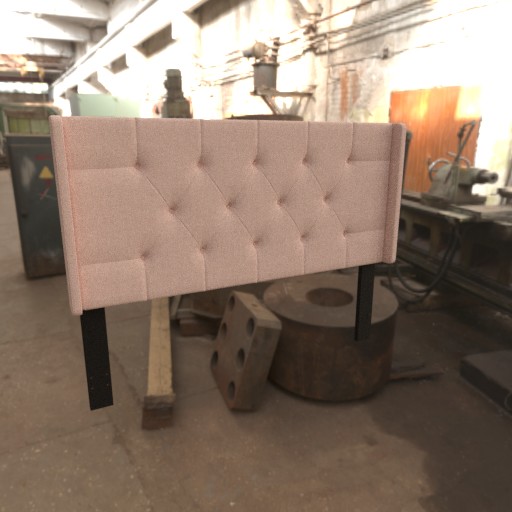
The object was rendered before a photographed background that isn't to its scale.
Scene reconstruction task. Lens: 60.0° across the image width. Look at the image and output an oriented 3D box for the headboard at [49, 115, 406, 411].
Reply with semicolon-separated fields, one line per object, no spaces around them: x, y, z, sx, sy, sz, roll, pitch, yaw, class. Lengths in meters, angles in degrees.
0.000;0.000;2.598;2.051;1.524;0.184;-8;17;-27;headboard
